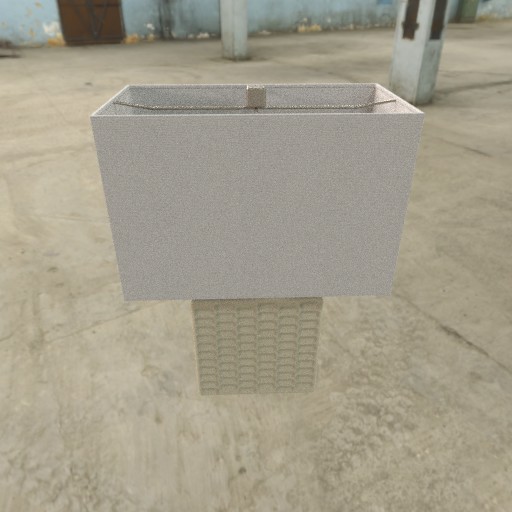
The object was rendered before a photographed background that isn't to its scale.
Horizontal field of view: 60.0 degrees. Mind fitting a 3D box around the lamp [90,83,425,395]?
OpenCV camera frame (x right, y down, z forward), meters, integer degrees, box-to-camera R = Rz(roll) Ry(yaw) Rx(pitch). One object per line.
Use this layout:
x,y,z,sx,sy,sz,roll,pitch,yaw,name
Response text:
0.000,0.000,0.710,0.380,0.515,0.200,-1,31,-2,lamp
